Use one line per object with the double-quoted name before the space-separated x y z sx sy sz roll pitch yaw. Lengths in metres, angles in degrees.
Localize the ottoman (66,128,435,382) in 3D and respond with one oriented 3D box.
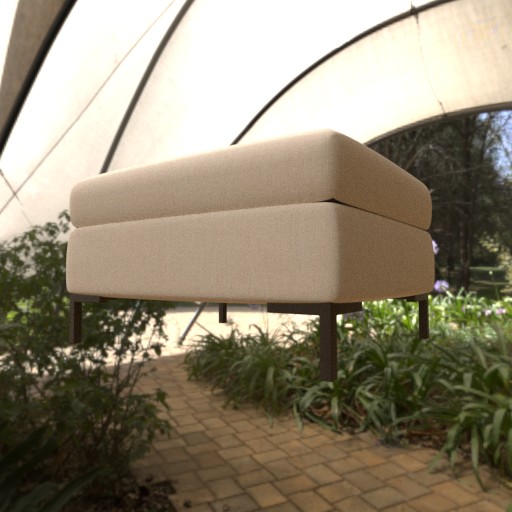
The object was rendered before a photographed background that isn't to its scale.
"ottoman" 0.000 0.000 1.195 0.794 0.453 0.657 -2 -3 35
